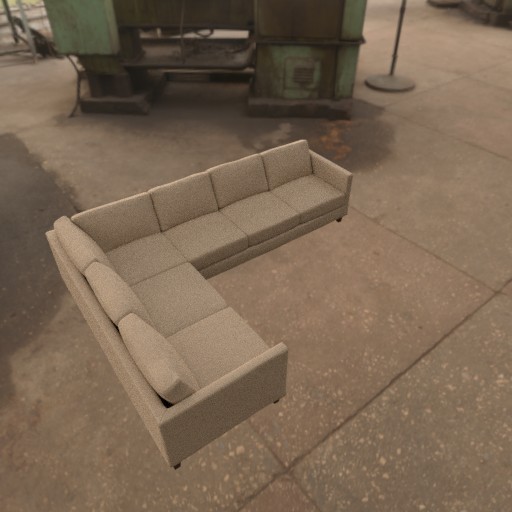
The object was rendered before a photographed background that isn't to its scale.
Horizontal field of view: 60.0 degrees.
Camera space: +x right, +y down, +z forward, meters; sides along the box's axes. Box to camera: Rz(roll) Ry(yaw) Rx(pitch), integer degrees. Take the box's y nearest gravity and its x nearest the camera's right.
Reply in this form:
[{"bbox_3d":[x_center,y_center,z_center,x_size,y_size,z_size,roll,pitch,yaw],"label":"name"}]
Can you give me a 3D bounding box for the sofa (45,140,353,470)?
[{"bbox_3d":[0.000,0.000,4.287,3.182,0.863,2.432,-25,46,-27],"label":"sofa"}]
